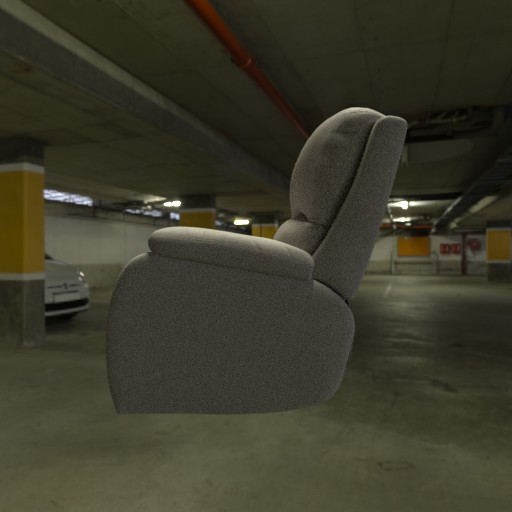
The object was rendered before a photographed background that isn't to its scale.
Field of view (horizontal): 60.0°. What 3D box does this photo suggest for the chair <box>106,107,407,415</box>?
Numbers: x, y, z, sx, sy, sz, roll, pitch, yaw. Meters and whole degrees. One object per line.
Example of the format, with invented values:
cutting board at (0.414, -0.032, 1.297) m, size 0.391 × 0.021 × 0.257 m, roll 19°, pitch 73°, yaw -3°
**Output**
chair at (0.000, 0.000, 1.721) m, size 0.899 × 1.011 × 0.930 m, roll 0°, pitch 0°, yaw 1°
